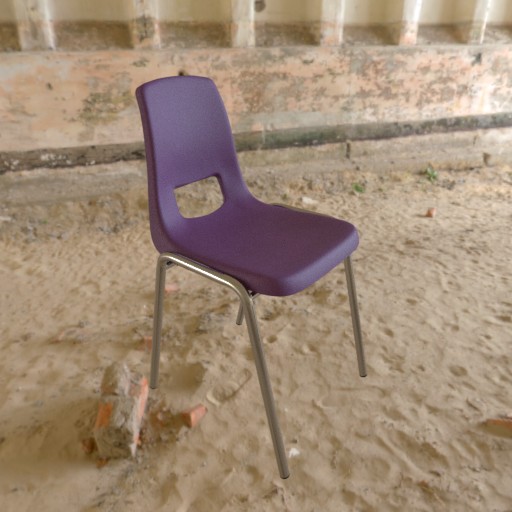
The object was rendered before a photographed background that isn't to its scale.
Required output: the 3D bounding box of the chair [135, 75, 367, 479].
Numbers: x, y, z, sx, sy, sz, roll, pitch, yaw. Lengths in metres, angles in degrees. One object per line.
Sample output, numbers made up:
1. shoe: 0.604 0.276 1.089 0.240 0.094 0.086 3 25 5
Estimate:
1. chair: 0.000 0.000 0.957 0.432 0.704 0.381 18 32 33
